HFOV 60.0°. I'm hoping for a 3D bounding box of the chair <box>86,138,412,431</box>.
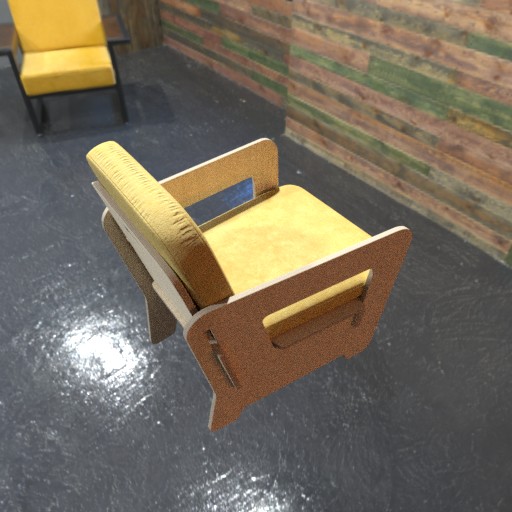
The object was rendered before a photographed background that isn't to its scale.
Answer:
[{"bbox_3d":[0.000,0.000,1.296,0.710,0.800,0.590,-26,48,-26],"label":"chair"}]
